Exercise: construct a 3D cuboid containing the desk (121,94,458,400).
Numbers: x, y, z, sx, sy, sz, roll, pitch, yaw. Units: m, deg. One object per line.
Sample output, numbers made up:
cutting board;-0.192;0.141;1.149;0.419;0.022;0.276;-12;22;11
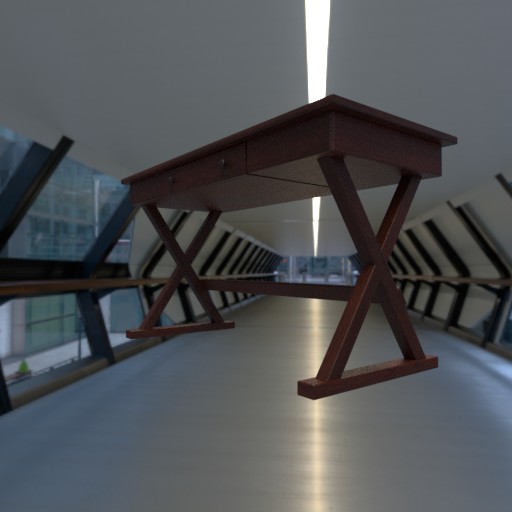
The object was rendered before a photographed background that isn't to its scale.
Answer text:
desk;0.000;0.000;1.794;0.600;0.761;1.372;1;-2;-38
